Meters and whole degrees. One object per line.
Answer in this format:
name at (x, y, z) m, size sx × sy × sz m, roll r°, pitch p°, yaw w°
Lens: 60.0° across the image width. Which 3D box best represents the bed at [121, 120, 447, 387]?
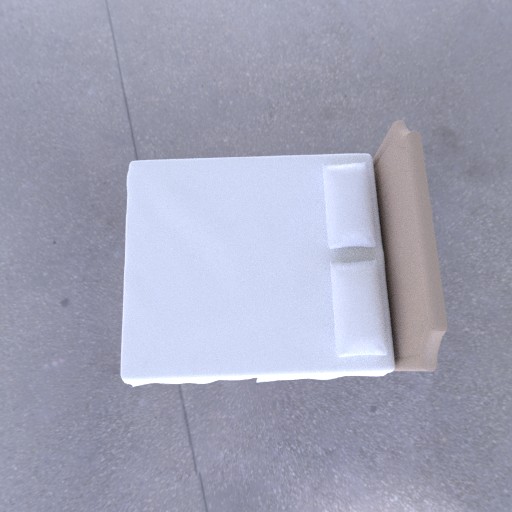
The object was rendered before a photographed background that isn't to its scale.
bed at (0.000, 0.000, 4.200) m, size 2.773 × 1.590 × 2.350 m, roll -2°, pitch 76°, yaw 0°
